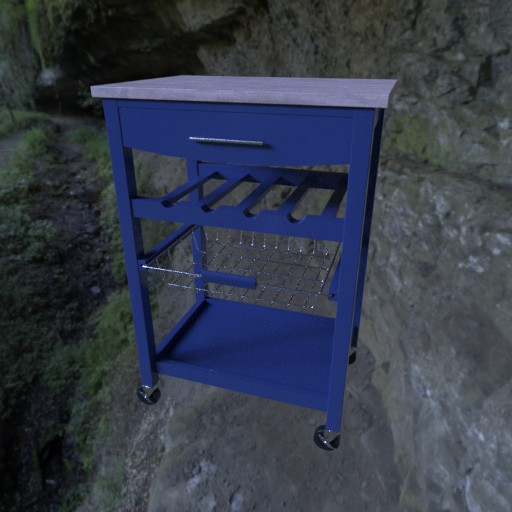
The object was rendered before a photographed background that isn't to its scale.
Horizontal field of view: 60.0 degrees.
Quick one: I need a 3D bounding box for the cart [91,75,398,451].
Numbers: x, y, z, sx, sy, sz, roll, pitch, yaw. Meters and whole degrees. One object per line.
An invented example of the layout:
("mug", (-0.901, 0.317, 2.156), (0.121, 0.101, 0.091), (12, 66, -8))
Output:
("cart", (0.000, 0.000, 1.150), (0.584, 0.839, 0.403), (8, 26, 16))
